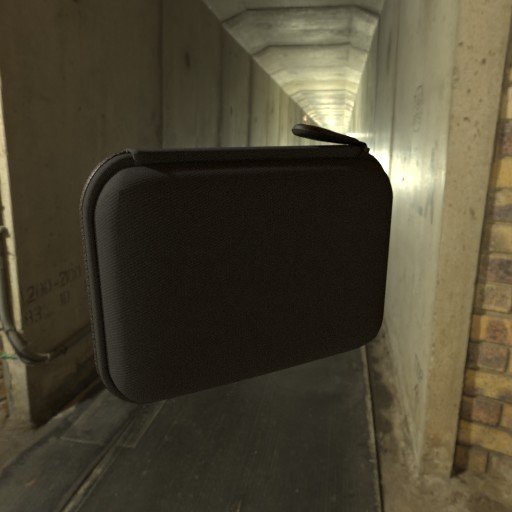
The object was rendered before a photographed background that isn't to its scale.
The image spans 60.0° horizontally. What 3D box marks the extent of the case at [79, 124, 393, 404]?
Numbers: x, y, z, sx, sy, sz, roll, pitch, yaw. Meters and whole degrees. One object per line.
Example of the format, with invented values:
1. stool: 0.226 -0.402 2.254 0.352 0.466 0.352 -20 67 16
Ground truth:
1. case: 0.000 0.000 0.183 0.132 0.105 0.038 -8 17 -26
